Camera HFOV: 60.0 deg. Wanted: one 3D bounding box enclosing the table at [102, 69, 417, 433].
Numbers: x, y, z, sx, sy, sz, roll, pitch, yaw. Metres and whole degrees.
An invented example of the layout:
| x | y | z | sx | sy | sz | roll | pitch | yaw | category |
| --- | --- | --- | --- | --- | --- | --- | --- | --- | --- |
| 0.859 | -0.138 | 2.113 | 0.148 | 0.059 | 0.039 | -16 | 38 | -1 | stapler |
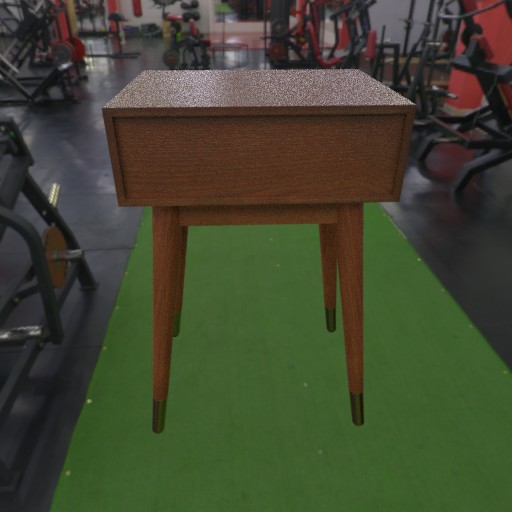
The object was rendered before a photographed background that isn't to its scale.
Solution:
| x | y | z | sx | sy | sz | roll | pitch | yaw | category |
| --- | --- | --- | --- | --- | --- | --- | --- | --- | --- |
| 0.000 | 0.000 | 0.818 | 0.406 | 0.599 | 0.300 | -1 | 31 | -2 | table |
